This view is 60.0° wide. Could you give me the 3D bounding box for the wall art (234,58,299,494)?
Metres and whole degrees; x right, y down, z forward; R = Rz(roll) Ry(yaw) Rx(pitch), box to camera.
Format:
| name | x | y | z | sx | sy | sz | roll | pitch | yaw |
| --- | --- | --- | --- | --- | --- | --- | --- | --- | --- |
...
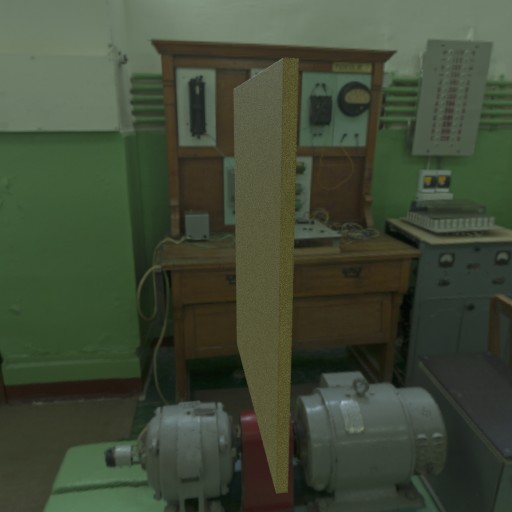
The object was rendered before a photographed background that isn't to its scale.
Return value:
| name | x | y | z | sx | sy | sz | roll | pitch | yaw |
| --- | --- | --- | --- | --- | --- | --- | --- | --- | --- |
| wall art | 0.000 | 0.000 | 1.343 | 0.030 | 1.002 | 0.798 | -3 | 17 | -9 |
